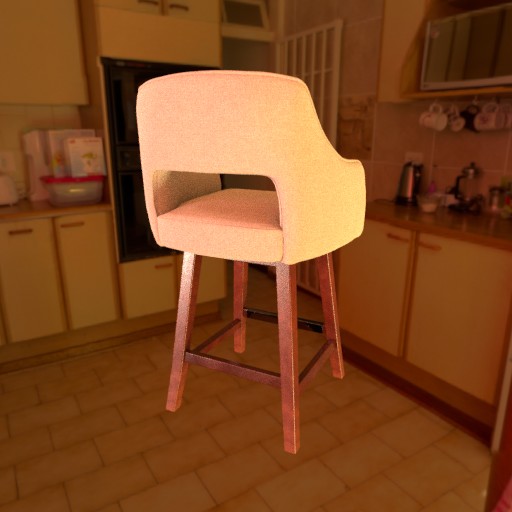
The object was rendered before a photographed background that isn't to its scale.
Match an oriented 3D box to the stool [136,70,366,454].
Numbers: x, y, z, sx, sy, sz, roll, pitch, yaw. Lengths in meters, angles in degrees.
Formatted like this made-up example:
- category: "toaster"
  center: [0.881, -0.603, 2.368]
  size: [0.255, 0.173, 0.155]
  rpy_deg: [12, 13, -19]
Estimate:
- category: "stool"
  center: [0.000, 0.000, 1.282]
  size: [0.550, 0.936, 0.560]
  rpy_deg: [8, 18, 26]
